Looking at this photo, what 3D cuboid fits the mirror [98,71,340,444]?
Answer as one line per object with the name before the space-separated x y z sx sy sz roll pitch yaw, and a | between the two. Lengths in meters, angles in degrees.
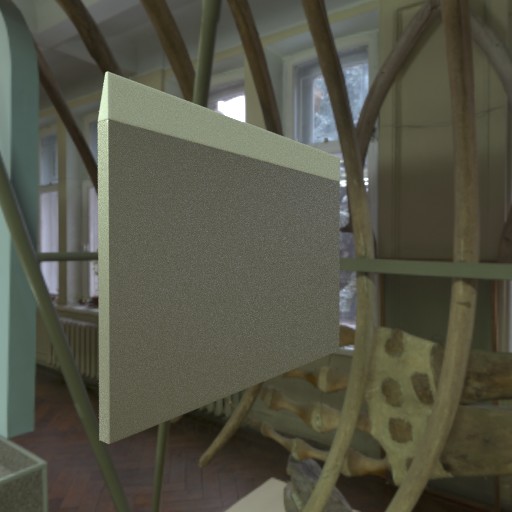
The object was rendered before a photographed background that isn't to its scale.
mirror | 0.000 0.000 1.104 0.030 0.630 0.870 1 1 37
